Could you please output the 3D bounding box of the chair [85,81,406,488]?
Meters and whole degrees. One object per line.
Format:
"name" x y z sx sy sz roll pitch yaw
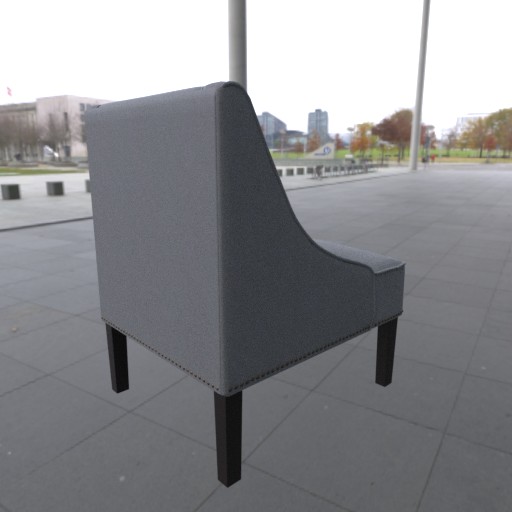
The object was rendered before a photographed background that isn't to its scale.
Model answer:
"chair" 0.000 0.000 1.345 0.747 0.867 0.631 -12 17 -41
